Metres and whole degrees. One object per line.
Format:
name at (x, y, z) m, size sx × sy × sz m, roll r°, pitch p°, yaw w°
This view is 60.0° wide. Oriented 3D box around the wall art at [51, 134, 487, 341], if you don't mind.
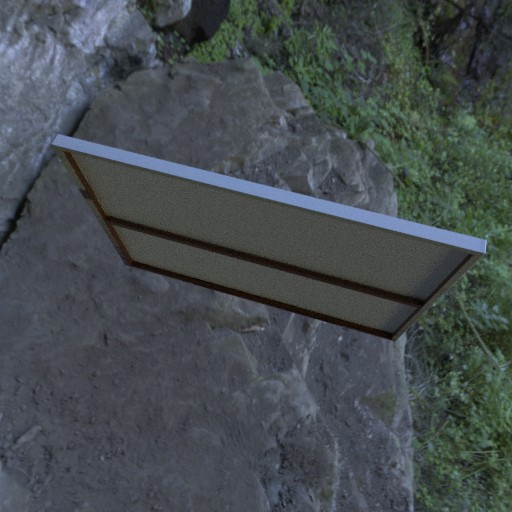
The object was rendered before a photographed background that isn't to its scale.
wall art at (0.000, 0.000, 1.474) m, size 1.149 × 0.765 × 0.040 m, roll 15°, pitch 64°, yaw 7°
